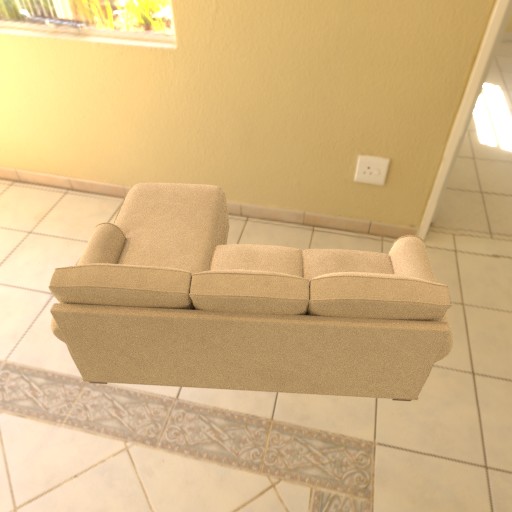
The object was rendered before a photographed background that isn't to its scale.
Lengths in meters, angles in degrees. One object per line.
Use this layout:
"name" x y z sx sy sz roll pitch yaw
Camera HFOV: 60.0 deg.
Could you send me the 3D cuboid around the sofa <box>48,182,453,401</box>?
"sofa" 0.000 0.000 2.367 1.770 0.734 1.226 2 45 3
